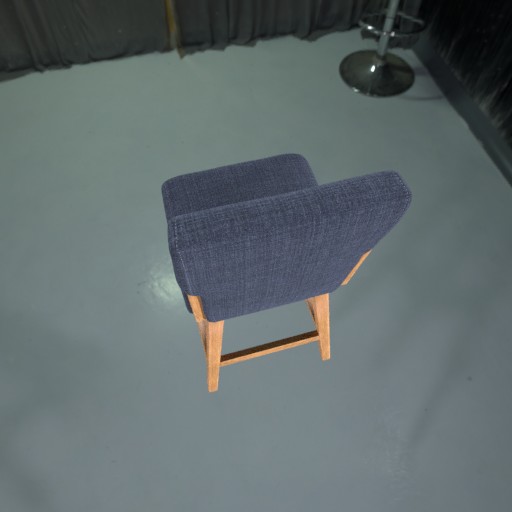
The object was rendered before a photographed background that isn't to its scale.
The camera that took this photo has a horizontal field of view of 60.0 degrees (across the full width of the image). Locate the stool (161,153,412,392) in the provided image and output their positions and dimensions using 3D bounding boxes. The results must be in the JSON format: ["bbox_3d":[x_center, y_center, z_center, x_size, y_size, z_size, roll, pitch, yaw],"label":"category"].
[{"bbox_3d":[0.000,0.000,1.284,0.459,1.010,0.526,-13,59,-8],"label":"stool"}]
